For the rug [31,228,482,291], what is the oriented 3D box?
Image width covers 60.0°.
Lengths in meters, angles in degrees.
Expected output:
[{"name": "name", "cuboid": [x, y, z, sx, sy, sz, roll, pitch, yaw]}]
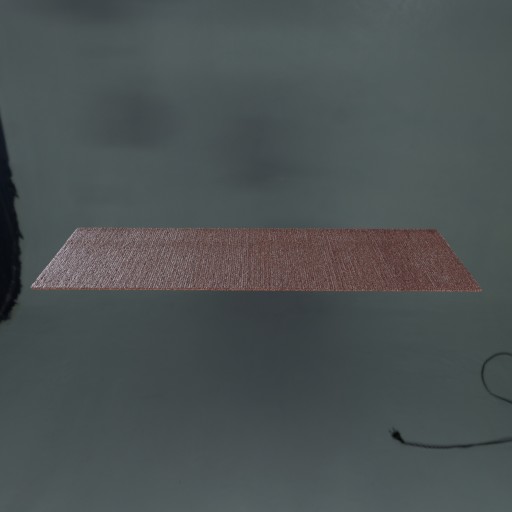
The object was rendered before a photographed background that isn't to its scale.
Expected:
[{"name": "rug", "cuboid": [0.000, 0.000, 2.550, 2.307, 0.012, 0.687, 0, 30, 0]}]
